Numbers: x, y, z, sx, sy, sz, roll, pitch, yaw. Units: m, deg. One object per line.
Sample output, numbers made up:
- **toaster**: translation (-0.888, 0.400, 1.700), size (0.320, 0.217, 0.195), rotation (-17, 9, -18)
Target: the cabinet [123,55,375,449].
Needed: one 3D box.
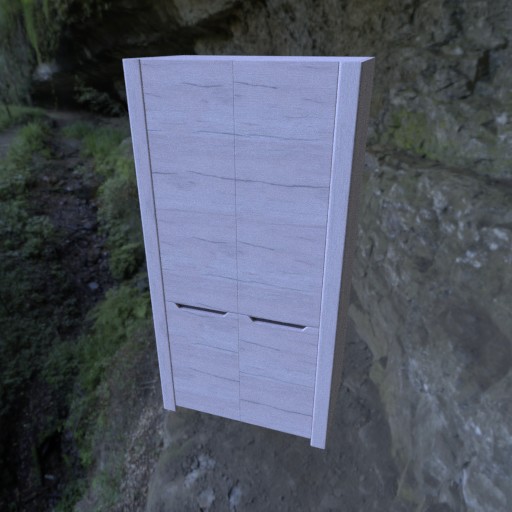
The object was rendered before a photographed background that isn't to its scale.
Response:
- **cabinet**: translation (0.000, 0.000, 2.365), size (0.980, 1.930, 0.580), rotation (8, 27, 16)
